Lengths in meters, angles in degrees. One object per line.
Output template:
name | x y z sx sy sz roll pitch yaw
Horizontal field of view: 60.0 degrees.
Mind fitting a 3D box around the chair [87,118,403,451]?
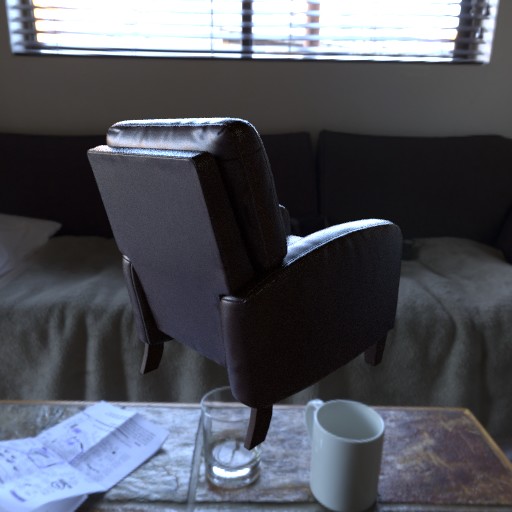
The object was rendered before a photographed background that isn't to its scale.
chair | 0.000 0.000 1.698 0.990 0.990 0.762 -15 22 -42
